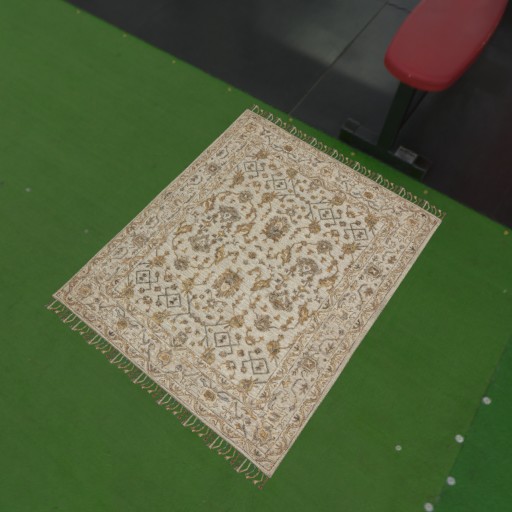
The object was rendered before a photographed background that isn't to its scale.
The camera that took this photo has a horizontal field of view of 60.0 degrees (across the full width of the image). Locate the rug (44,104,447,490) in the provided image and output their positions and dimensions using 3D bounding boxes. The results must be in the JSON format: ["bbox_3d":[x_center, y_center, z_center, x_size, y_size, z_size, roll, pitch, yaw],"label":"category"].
[{"bbox_3d":[0.000,0.000,4.140,2.426,0.034,3.061,34,68,16],"label":"rug"}]
